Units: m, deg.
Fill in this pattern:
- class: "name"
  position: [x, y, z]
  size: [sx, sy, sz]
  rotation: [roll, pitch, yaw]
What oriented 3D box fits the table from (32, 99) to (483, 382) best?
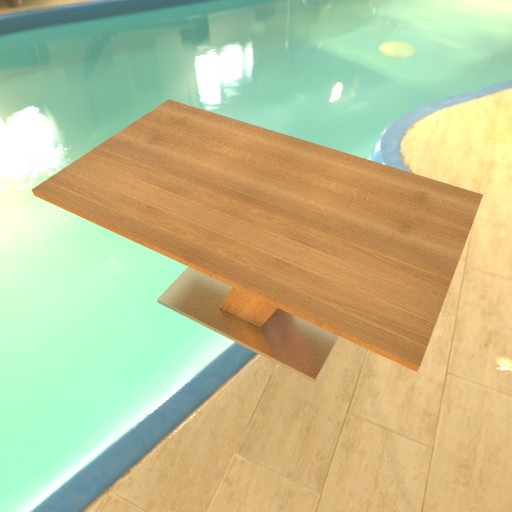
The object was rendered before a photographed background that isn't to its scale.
- class: "table"
  position: [0.000, 0.000, 2.070]
  size: [1.600, 0.750, 0.900]
  rotation: [23, 50, 20]
